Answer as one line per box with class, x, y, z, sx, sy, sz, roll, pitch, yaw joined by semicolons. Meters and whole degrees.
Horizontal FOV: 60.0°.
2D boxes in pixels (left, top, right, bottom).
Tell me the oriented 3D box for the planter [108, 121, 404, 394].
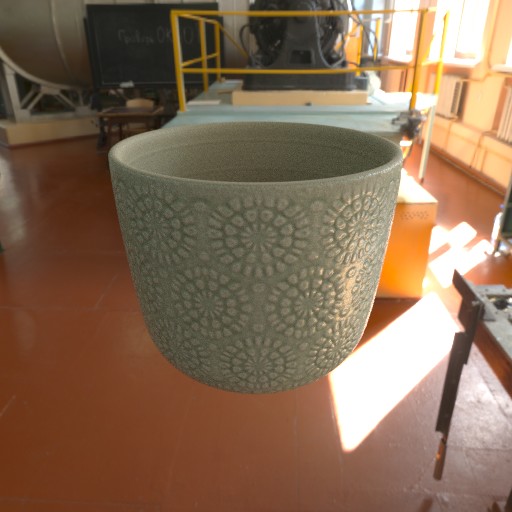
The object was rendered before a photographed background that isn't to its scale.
planter;0.000;0.000;0.217;0.124;0.109;0.124;0;26;0
